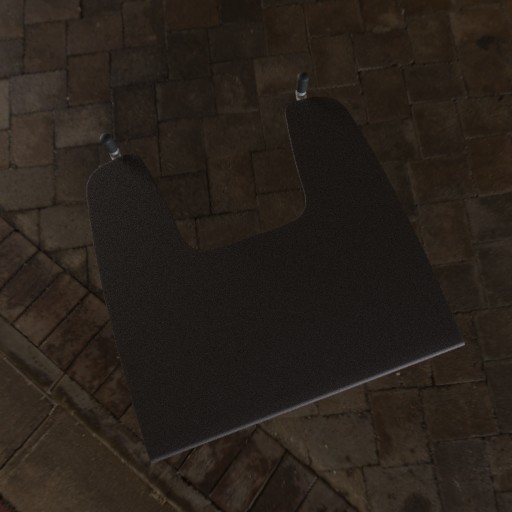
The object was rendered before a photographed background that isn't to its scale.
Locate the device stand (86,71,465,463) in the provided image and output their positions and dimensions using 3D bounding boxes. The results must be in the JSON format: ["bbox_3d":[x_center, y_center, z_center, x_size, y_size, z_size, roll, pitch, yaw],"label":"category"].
[{"bbox_3d":[0.000,0.000,0.349,0.230,0.092,0.230,-19,76,-5],"label":"device stand"}]
